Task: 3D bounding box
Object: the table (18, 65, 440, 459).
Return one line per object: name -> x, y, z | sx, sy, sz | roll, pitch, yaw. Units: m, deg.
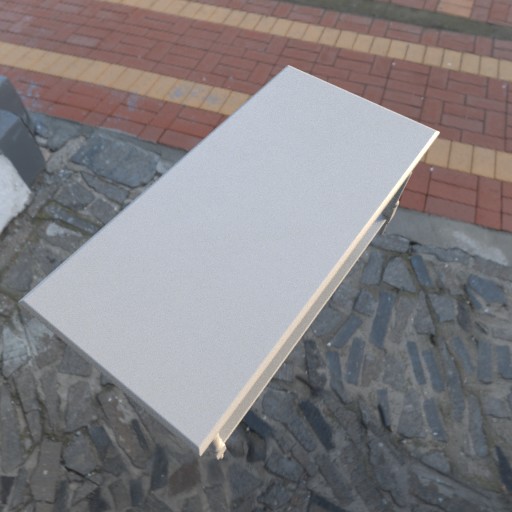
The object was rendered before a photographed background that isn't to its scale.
table -> 0.000, 0.000, 1.384 | 0.551, 0.506, 1.109 | 32, 63, 19
